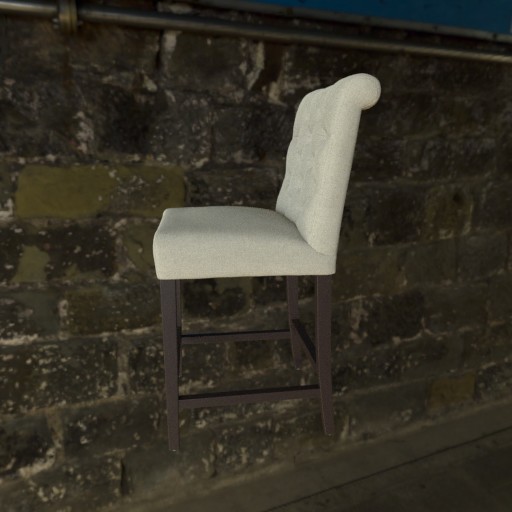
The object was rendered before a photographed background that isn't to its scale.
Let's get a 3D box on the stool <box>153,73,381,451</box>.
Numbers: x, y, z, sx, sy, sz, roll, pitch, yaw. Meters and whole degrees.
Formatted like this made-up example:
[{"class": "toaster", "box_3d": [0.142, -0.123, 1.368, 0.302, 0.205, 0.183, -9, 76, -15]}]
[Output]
[{"class": "stool", "box_3d": [0.000, 0.000, 1.413, 0.601, 1.040, 0.493, -2, 14, -8]}]
